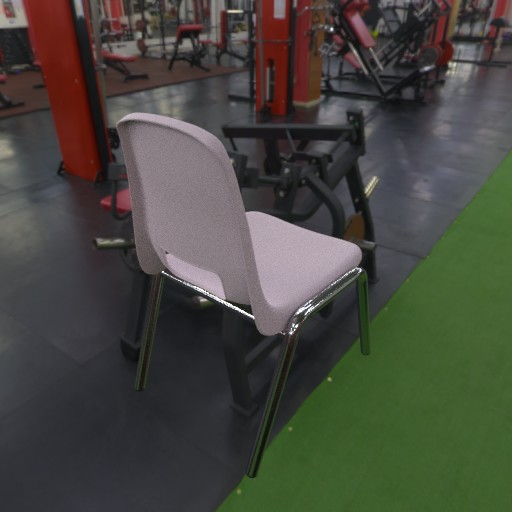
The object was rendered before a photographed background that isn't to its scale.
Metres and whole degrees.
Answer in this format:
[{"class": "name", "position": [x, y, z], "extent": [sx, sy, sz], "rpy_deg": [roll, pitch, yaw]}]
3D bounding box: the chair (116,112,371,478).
[{"class": "chair", "position": [0.000, 0.000, 0.840], "extent": [0.354, 0.586, 0.423], "rpy_deg": [22, 37, 33]}]
